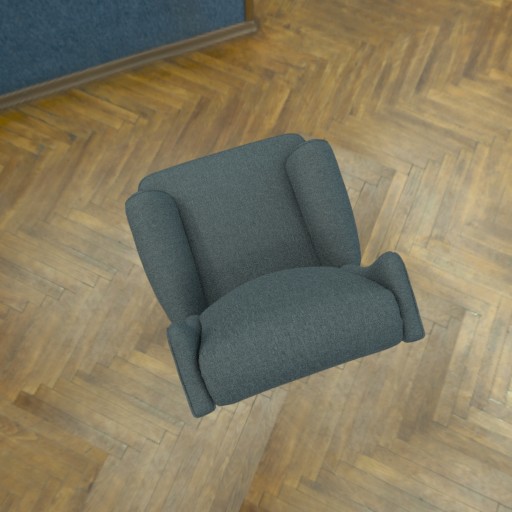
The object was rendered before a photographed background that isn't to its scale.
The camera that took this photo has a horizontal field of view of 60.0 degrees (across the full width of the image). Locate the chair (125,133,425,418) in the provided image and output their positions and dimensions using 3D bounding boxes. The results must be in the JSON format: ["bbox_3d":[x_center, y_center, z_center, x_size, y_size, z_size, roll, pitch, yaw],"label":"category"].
[{"bbox_3d":[0.000,0.000,1.708,0.847,1.011,0.969,-18,74,-5],"label":"chair"}]
